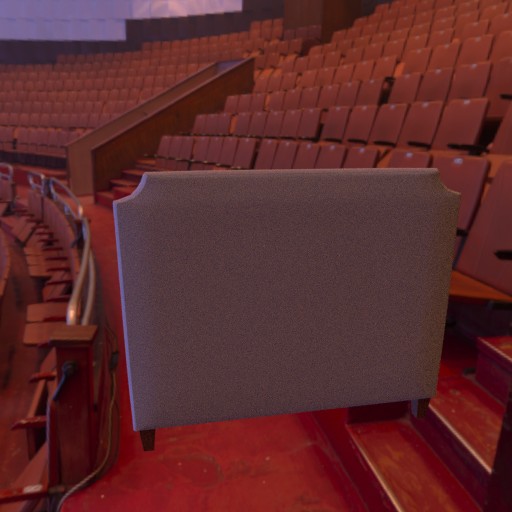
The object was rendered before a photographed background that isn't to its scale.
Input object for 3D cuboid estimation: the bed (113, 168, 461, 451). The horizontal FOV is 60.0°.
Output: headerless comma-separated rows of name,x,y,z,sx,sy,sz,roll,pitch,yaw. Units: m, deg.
bed,0.000,0.000,3.346,1.713,1.443,2.372,-3,15,-10
